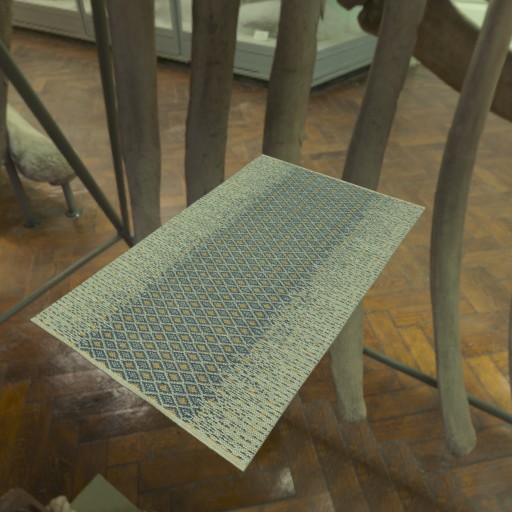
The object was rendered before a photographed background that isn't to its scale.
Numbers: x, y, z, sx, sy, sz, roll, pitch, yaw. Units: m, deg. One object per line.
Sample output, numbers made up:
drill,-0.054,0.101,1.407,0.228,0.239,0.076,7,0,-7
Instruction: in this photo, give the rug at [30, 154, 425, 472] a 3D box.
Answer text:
rug,0.000,0.000,3.031,1.541,0.008,2.448,24,46,25
